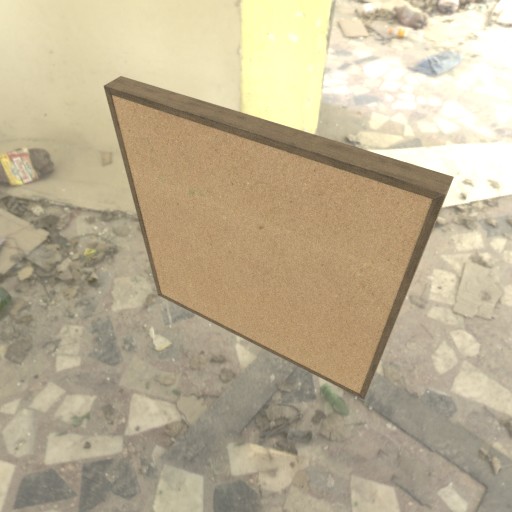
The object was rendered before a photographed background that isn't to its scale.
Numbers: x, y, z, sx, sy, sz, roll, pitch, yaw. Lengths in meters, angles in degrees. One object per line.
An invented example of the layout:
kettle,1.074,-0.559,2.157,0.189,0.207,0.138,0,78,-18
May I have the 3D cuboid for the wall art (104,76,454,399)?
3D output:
wall art,0.000,0.000,0.774,0.508,0.508,0.038,23,51,20
